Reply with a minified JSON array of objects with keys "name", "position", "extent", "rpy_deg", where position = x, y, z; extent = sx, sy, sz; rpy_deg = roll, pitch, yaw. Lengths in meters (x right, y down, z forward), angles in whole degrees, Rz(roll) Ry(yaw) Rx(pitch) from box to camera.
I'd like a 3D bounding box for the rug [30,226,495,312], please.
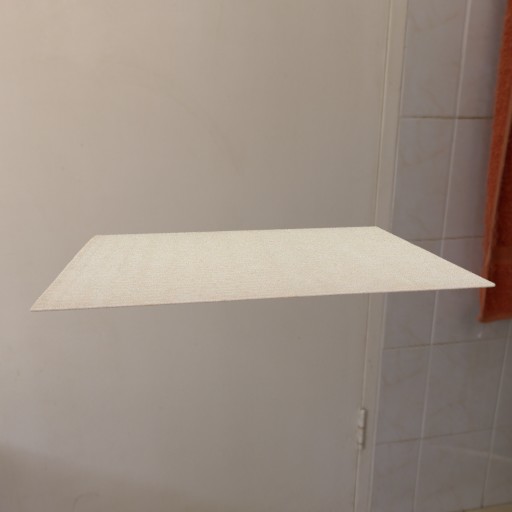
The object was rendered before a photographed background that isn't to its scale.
[{"name":"rug","position":[0.000,0.000,2.297],"extent":[1.848,0.014,1.238],"rpy_deg":[-2,15,-8]}]
